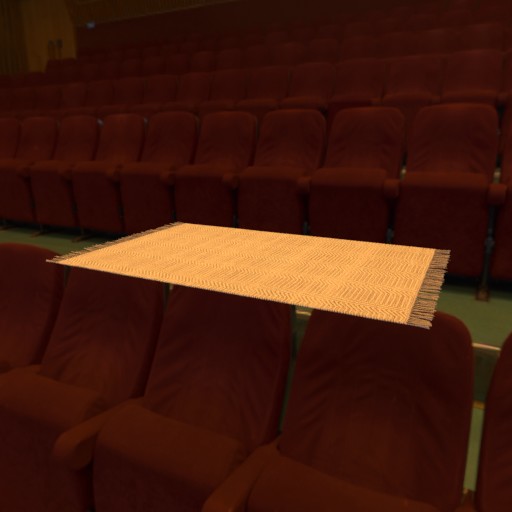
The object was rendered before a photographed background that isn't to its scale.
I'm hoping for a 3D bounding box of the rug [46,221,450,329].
[{"bbox_3d":[0.000,0.000,2.554,2.021,0.027,1.224,7,17,25],"label":"rug"}]
